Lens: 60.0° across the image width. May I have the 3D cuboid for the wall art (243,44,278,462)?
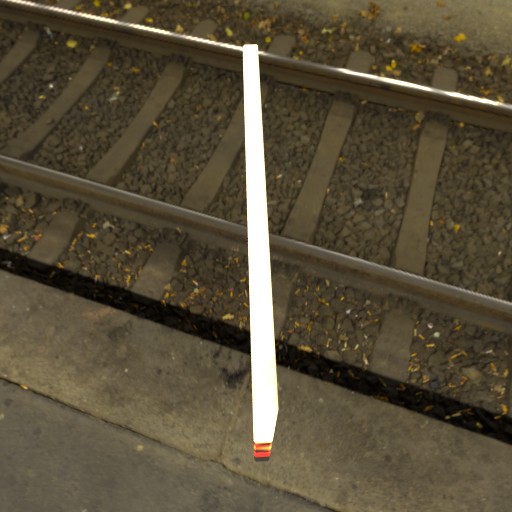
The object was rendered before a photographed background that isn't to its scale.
[{"bbox_3d":[0.000,0.000,1.165,0.038,0.602,0.918,-2,58,-1],"label":"wall art"}]
